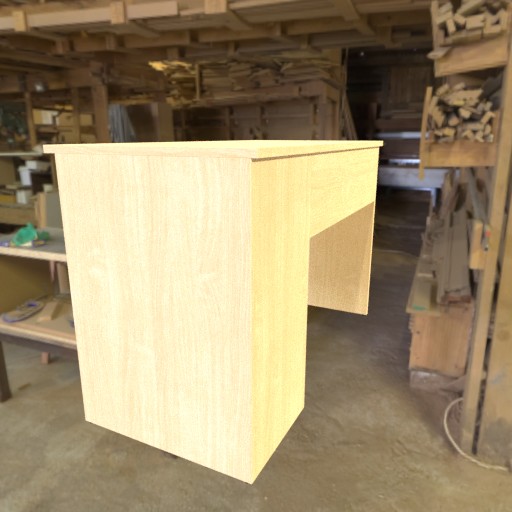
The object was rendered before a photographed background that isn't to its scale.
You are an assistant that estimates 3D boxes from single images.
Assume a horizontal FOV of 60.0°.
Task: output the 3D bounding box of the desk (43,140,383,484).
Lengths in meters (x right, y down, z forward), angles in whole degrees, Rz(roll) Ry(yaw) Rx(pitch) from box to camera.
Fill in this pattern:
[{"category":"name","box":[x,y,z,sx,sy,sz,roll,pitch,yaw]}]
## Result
[{"category":"desk","box":[0.000,0.000,1.481,0.560,0.735,1.097,8,17,26]}]
